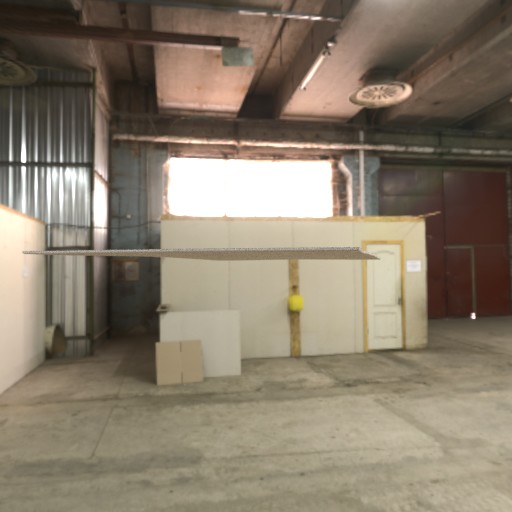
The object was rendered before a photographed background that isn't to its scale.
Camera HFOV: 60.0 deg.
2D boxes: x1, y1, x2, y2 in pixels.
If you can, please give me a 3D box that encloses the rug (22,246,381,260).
[{"bbox_3d":[0.000,0.000,2.221,1.154,0.021,1.792,0,-1,18],"label":"rug"}]
